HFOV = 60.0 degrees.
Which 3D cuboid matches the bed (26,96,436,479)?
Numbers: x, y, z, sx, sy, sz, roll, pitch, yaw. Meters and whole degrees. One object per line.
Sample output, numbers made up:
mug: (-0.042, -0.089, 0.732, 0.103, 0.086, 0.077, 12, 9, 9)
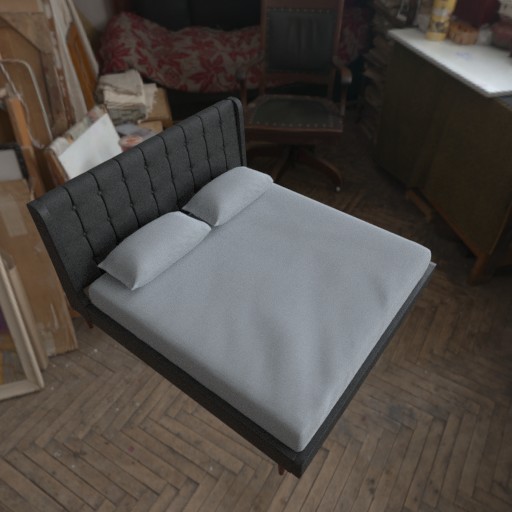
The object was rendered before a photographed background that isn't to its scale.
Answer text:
bed: (0.000, 0.000, 3.132, 2.031, 1.158, 1.903, 28, 50, 26)
